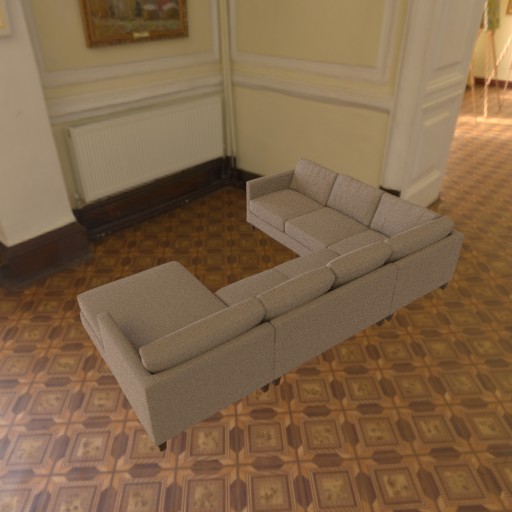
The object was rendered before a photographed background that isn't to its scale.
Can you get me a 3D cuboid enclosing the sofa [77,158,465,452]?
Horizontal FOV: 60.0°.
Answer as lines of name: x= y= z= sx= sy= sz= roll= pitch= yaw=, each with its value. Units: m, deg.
sofa: x=0.000 y=0.000 z=4.539 sx=3.438 sy=0.865 sz=2.424 roll=-21 pitch=37 yaw=-30
